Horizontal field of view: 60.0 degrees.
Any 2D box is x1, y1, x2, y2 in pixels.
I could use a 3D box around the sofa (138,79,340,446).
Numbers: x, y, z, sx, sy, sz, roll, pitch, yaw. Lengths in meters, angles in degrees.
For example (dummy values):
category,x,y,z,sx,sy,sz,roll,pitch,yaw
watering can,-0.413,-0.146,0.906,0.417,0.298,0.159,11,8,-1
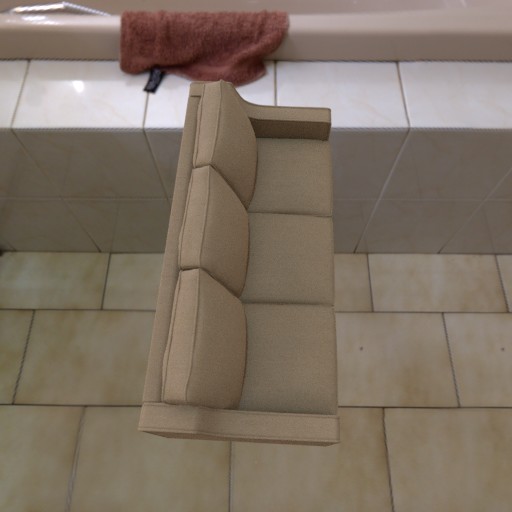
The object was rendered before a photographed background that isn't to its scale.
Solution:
category,x,y,z,sx,sy,sz,roll,pitch,yaw
sofa,0.000,0.000,2.578,0.911,0.974,1.986,3,65,1
